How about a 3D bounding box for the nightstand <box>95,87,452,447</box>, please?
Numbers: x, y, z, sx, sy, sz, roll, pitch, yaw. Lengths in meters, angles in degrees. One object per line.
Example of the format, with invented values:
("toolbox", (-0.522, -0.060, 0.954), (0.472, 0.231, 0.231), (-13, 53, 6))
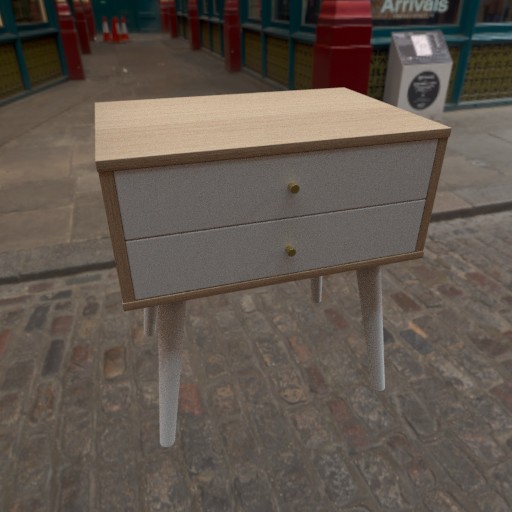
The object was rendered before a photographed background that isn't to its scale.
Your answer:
("nightstand", (0.000, 0.000, 0.979), (0.571, 0.610, 0.407), (-9, 32, -15))
